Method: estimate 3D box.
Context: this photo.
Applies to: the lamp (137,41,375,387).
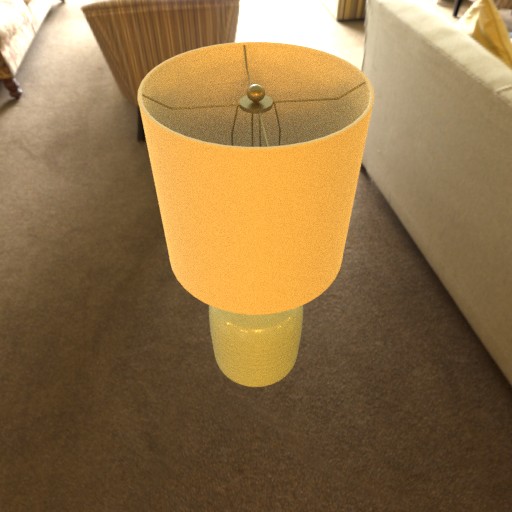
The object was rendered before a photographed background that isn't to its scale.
[{"bbox_3d":[0.000,0.000,1.103,0.418,0.871,0.418,24,50,21],"label":"lamp"}]
